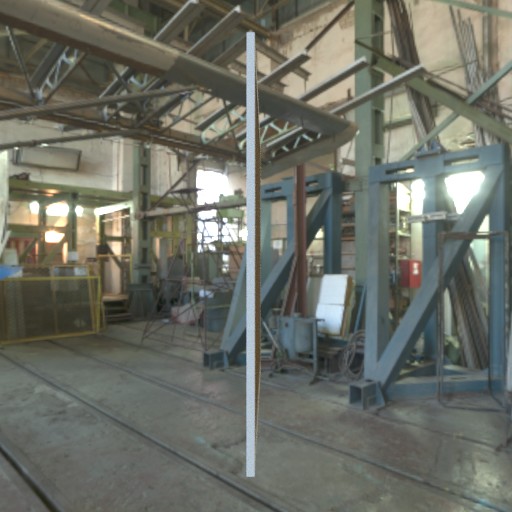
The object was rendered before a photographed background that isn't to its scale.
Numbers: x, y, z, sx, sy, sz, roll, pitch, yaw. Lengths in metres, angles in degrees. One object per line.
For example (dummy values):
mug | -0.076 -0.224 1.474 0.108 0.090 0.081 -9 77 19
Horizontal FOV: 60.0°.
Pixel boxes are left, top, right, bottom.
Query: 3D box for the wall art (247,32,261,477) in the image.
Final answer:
wall art | 0.000 0.000 1.216 0.015 0.812 0.812 0 -1 1
